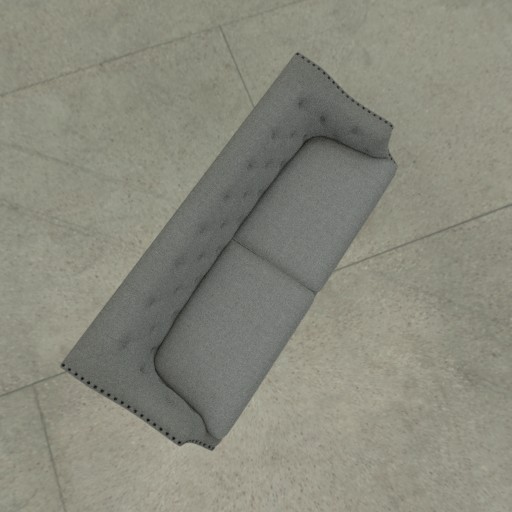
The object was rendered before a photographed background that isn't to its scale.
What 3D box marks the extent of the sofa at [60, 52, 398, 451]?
[{"bbox_3d":[0.000,0.000,2.787,0.914,0.901,2.235,33,79,8],"label":"sofa"}]
